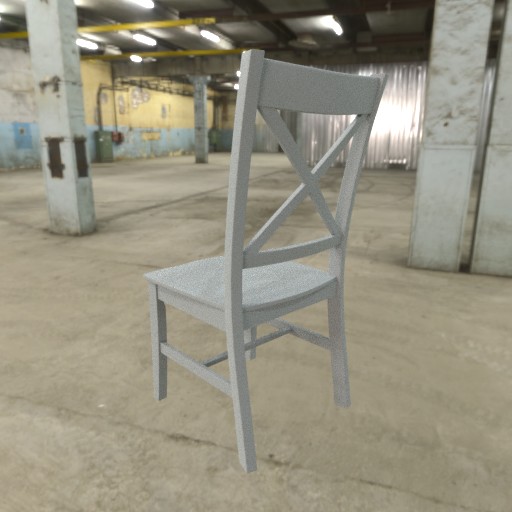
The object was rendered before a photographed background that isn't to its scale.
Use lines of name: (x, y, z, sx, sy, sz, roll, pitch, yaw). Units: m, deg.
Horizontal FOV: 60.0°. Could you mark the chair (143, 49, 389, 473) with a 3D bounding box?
chair: (0.000, 0.000, 1.291, 0.485, 0.983, 0.542, -13, 20, -41)
